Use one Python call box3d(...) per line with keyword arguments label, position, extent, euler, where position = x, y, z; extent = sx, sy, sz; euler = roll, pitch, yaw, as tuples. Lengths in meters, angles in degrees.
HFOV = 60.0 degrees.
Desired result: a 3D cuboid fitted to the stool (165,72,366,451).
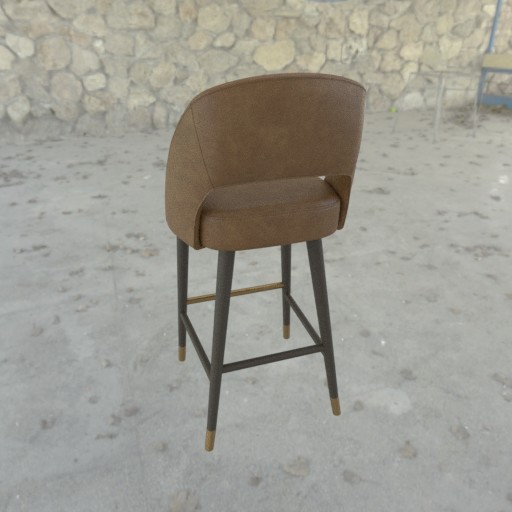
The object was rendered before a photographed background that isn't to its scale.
box3d(label="stool", position=(0.000, 0.000, 1.315), extent=(0.494, 1.037, 0.509), euler=(-9, 28, -17))
